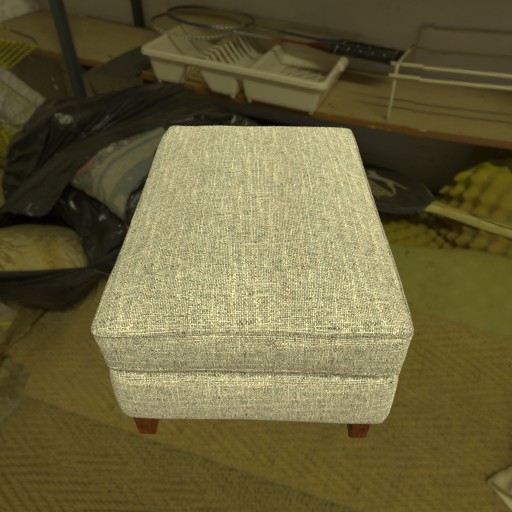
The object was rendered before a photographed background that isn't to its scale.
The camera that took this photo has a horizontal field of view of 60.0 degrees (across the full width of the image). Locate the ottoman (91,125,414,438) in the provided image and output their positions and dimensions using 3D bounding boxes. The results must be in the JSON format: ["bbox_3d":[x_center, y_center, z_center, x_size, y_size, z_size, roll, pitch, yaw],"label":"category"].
[{"bbox_3d":[0.000,0.000,0.968,0.508,0.406,0.686,1,41,1],"label":"ottoman"}]
